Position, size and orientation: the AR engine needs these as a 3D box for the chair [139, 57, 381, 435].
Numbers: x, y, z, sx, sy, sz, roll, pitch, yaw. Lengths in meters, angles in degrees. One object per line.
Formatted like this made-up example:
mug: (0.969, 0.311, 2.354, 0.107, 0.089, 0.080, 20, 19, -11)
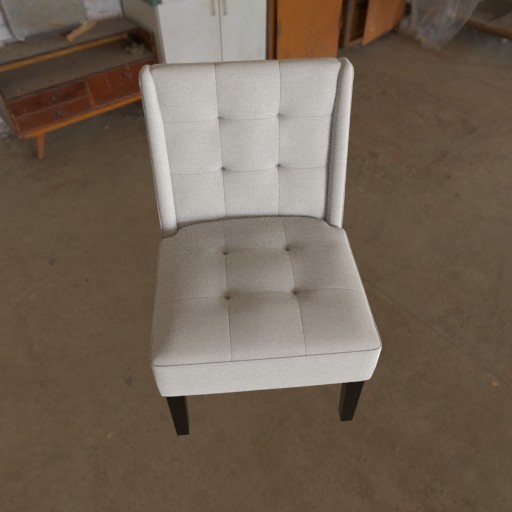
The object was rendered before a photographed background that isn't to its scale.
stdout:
chair: (0.000, 0.000, 1.263, 0.569, 0.853, 0.676, -4, 47, -3)
